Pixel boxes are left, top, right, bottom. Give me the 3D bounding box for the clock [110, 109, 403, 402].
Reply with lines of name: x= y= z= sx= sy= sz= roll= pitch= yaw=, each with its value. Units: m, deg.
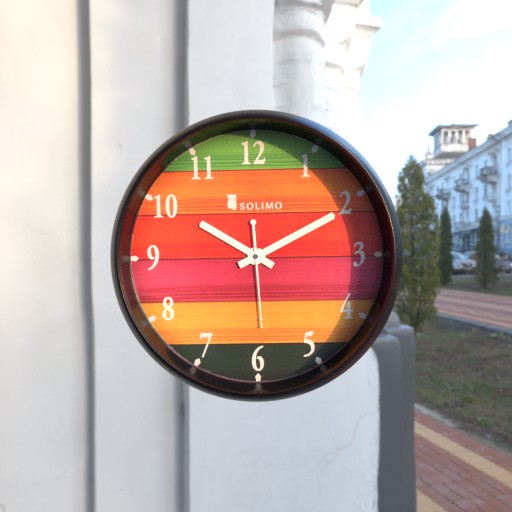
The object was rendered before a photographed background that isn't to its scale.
clock: x=0.000 y=0.000 z=0.447 sx=0.300 sy=0.300 sz=0.060 roll=0 pitch=0 yaw=1
